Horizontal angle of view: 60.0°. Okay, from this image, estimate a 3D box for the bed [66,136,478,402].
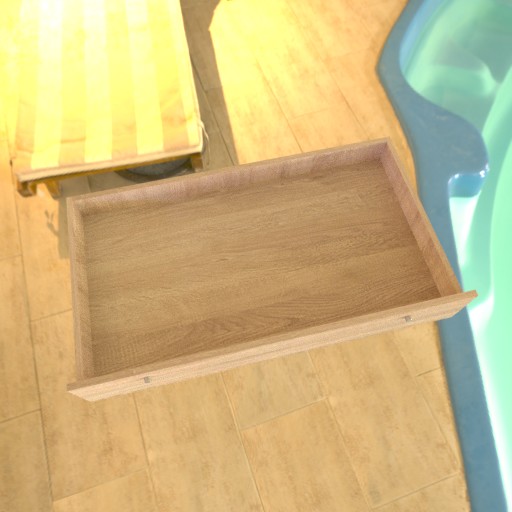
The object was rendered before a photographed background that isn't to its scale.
[{"bbox_3d":[0.000,0.000,1.488,1.200,0.209,0.685,-12,64,-6],"label":"bed"}]
